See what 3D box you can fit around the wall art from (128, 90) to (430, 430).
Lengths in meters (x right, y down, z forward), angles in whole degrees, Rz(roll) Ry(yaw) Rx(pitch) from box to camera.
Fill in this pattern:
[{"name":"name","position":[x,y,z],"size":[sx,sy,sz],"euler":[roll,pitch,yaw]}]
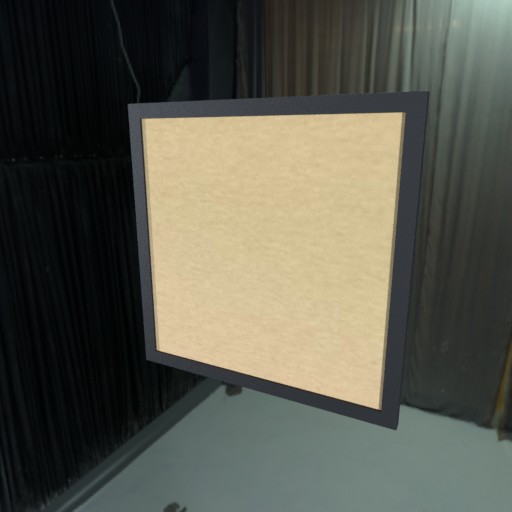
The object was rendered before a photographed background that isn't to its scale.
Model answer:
[{"name":"wall art","position":[0.000,0.000,0.532],"size":[0.358,0.357,0.012],"euler":[8,17,26]}]
